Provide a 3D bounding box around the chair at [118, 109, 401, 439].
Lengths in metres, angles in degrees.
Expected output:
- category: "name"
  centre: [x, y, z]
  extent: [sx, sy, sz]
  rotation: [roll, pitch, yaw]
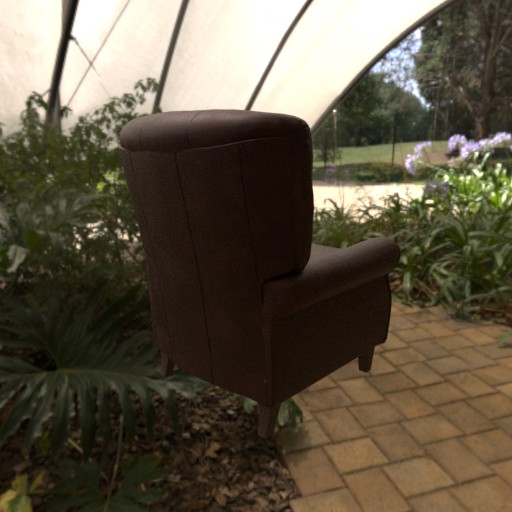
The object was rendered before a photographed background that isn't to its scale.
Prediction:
- category: "chair"
  centre: [0.000, 0.000, 1.929]
  extent: [0.948, 1.158, 1.058]
  rotation: [13, 19, 43]
